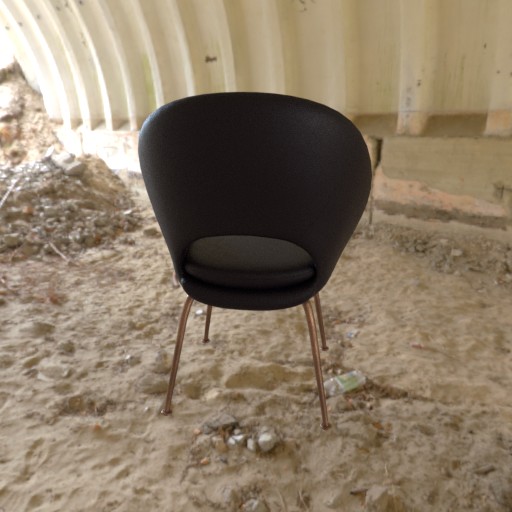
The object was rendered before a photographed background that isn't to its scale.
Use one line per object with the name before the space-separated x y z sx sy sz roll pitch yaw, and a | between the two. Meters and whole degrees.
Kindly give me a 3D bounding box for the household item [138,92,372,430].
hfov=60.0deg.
household item | 0.000 0.000 1.280 0.623 0.852 0.573 2 16 8
